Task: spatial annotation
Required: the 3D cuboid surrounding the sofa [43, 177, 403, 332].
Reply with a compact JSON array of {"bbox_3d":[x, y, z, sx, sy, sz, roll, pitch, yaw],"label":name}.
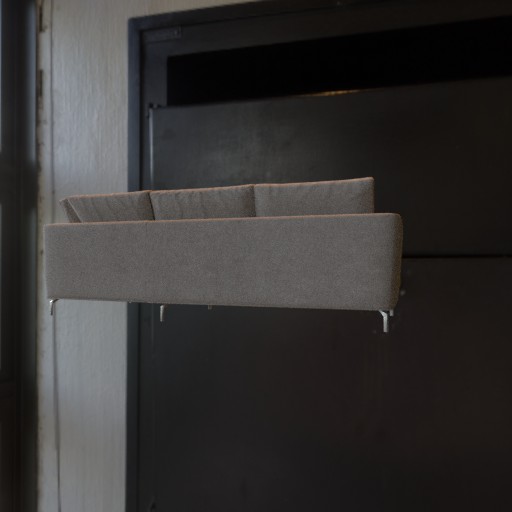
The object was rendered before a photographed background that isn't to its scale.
[{"bbox_3d":[0.000,0.000,3.876,2.438,0.864,2.438,0,-1,18],"label":"sofa"}]
